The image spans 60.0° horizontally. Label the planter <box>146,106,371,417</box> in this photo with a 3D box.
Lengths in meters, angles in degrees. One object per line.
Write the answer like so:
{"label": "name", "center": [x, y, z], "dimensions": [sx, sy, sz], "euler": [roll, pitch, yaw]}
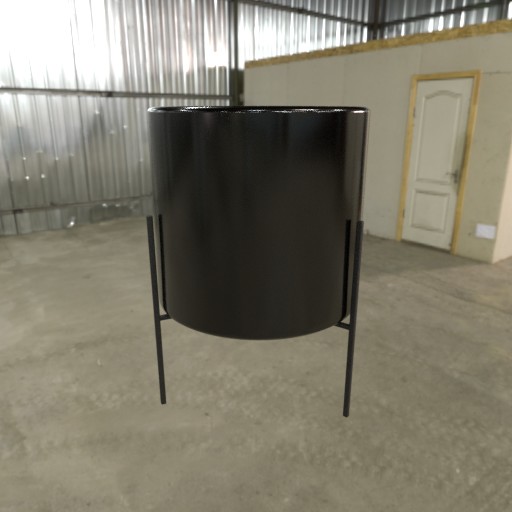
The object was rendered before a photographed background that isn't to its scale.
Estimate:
{"label": "planter", "center": [0.000, 0.000, 0.678], "dimensions": [0.310, 0.432, 0.310], "euler": [-3, 18, -8]}
